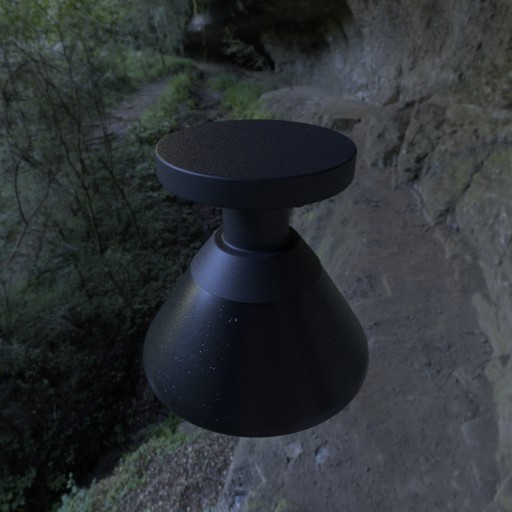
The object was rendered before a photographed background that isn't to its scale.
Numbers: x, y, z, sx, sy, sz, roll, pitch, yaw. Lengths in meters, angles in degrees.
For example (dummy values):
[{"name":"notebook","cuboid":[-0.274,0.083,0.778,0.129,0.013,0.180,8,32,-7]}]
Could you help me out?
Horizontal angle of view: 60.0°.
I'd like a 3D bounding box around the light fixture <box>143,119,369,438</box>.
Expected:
[{"name":"light fixture","cuboid":[0.000,0.000,0.356,0.200,0.183,0.200,0,31,0]}]
